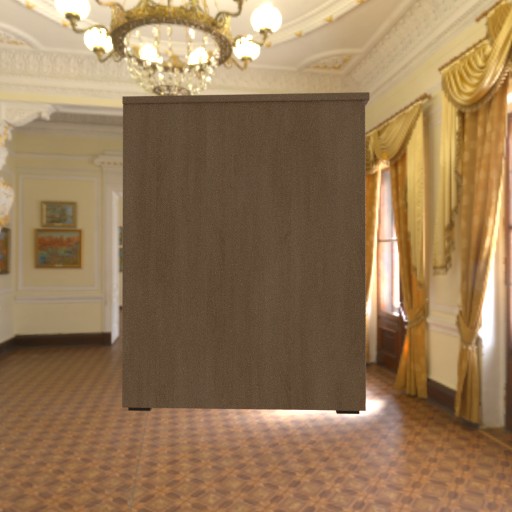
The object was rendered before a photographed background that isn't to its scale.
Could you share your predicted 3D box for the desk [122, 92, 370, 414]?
[{"bbox_3d":[0.000,0.000,1.693,0.600,0.770,1.251,0,-1,3],"label":"desk"}]
